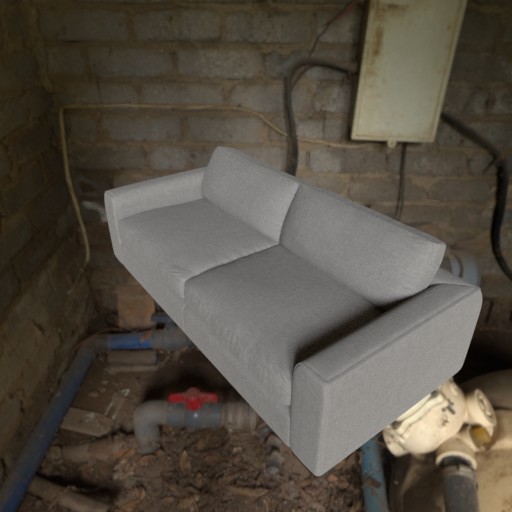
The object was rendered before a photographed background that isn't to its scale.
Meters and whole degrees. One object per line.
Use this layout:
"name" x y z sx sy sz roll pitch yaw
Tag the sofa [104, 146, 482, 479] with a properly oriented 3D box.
"sofa" 0.000 0.000 2.674 1.070 0.801 2.262 -21 37 -31
